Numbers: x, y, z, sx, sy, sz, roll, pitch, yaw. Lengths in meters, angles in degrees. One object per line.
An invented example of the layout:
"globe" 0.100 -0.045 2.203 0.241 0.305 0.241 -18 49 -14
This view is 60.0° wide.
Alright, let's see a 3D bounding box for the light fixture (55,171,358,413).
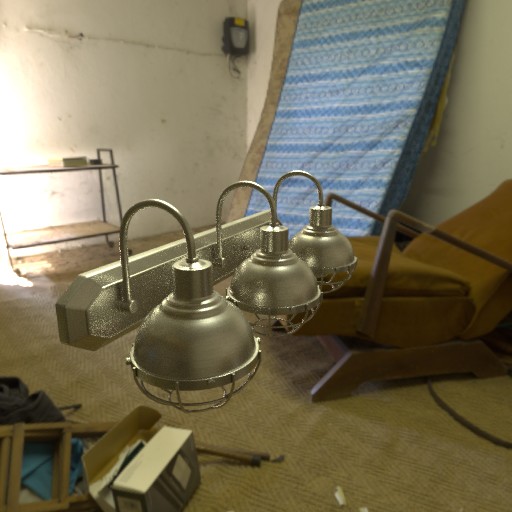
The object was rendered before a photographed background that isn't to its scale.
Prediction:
"light fixture" 0.000 0.000 0.763 0.229 0.254 0.634 8 17 26
